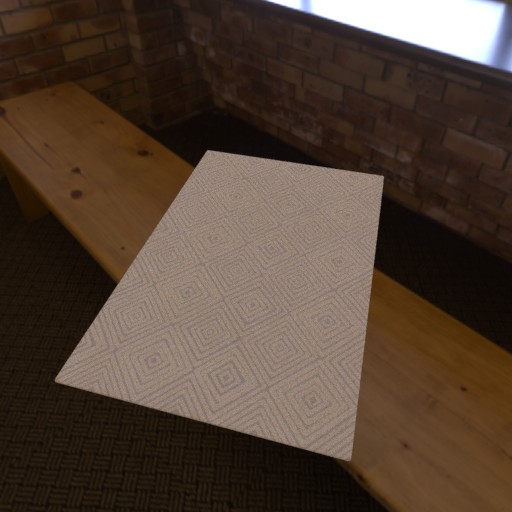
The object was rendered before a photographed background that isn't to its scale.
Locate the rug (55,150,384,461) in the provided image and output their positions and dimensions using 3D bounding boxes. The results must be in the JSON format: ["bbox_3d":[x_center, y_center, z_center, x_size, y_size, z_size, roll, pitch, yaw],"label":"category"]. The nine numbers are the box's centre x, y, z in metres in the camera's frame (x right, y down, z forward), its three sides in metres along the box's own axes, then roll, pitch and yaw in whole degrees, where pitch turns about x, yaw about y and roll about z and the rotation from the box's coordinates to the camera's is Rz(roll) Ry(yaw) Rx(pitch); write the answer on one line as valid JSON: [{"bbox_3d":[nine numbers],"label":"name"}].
[{"bbox_3d":[0.000,0.000,2.215,1.143,0.008,1.753,11,45,11],"label":"rug"}]
